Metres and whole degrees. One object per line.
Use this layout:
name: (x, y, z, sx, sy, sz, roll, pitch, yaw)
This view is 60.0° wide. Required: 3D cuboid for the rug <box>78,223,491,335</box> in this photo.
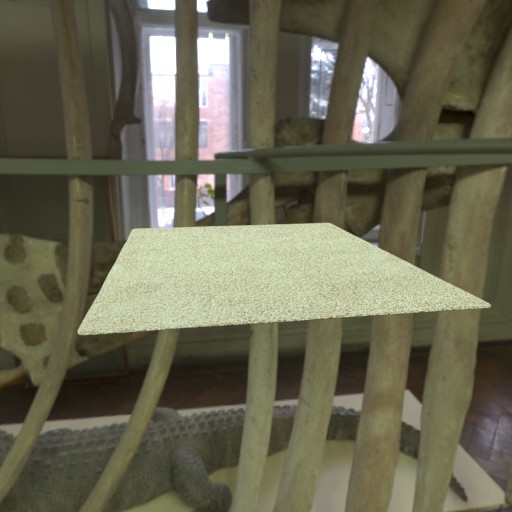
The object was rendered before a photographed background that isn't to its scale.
rug: (0.000, 0.000, 3.982, 2.438, 0.029, 3.047, -2, 14, -9)
